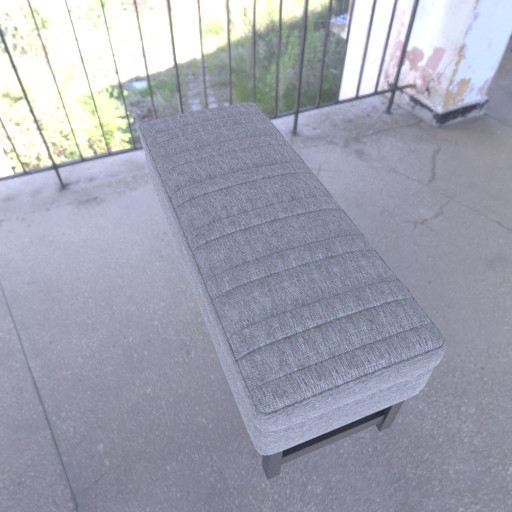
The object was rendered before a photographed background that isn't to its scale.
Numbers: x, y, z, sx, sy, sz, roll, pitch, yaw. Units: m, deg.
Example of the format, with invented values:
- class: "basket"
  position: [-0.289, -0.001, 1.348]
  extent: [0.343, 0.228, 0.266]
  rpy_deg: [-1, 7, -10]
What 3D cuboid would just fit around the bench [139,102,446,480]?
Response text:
- class: "bench"
  position: [0.000, 0.000, 1.312]
  extent: [0.429, 0.470, 1.100]
  rpy_deg: [-16, 49, -15]
